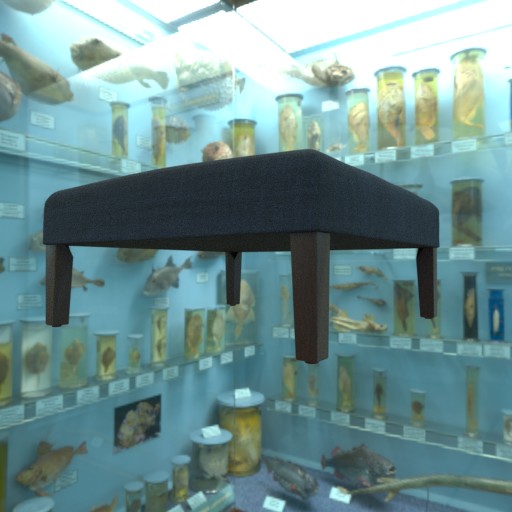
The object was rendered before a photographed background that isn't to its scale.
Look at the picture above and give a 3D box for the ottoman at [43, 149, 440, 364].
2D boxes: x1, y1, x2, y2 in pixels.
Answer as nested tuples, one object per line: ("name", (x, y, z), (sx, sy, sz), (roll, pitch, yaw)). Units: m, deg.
("ottoman", (0.000, 0.000, 1.378), (0.890, 0.411, 0.889), (-1, -2, 35))
